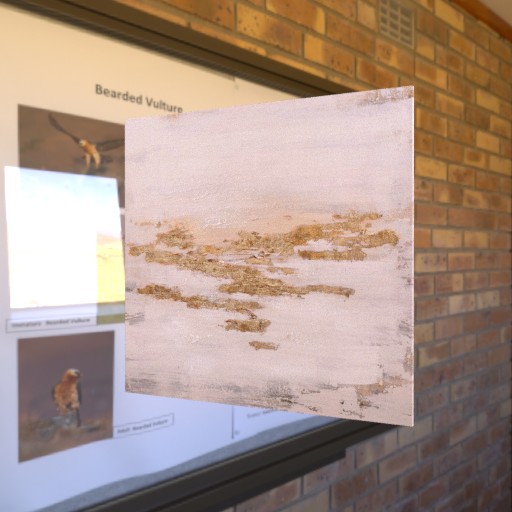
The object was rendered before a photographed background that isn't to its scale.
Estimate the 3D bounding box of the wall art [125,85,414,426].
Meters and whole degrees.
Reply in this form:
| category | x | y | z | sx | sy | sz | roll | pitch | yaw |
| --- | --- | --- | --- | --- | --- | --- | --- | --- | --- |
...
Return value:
| category | x | y | z | sx | sy | sz | roll | pitch | yaw |
| --- | --- | --- | --- | --- | --- | --- | --- | --- | --- |
| wall art | 0.000 | 0.000 | 0.913 | 0.611 | 0.613 | 0.040 | 0 | 0 | 19 |
